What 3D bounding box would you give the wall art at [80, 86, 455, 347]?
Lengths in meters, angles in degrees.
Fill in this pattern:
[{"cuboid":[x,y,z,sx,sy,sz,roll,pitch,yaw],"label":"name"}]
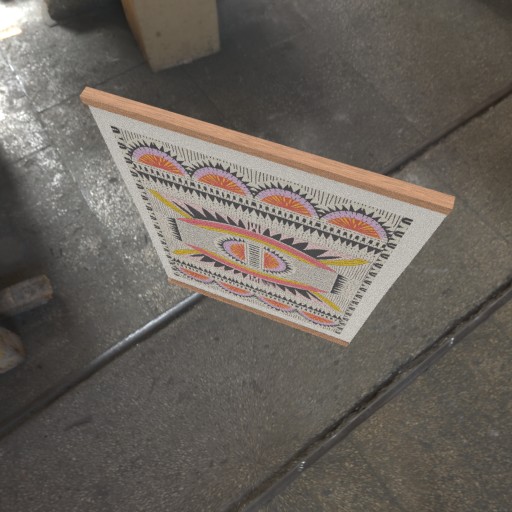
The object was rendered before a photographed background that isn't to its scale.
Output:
[{"cuboid":[0.000,0.000,1.312,0.765,1.016,0.028,19,66,9],"label":"wall art"}]
